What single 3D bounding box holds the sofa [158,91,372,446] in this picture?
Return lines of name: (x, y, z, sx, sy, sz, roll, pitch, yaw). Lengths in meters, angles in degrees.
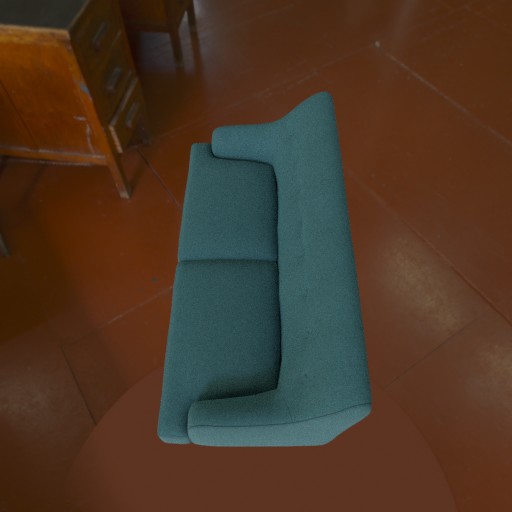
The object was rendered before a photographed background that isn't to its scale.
sofa: (0.000, 0.000, 2.659, 0.978, 0.871, 2.057, 0, 58, 0)
